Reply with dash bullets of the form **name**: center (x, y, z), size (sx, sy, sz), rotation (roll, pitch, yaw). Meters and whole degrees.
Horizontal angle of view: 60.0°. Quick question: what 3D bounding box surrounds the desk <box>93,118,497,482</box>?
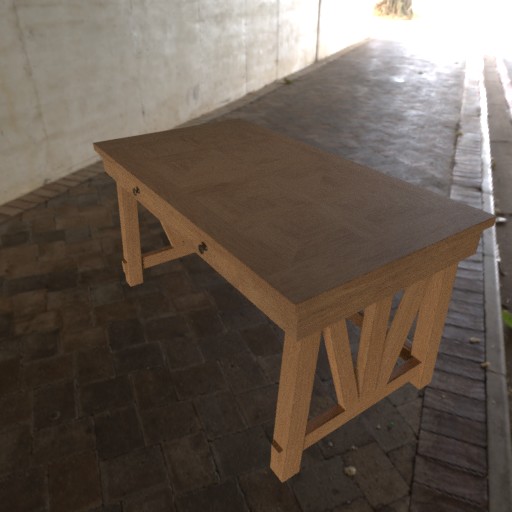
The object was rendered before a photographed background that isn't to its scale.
- **desk**: center (0.000, 0.000, 1.925), size (0.813, 0.762, 1.499), rotation (-19, 36, -29)
